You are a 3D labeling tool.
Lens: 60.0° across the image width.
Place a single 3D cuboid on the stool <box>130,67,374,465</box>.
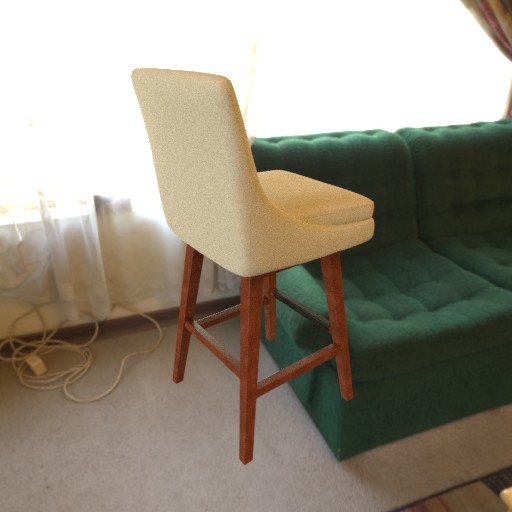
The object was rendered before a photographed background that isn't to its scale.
[{"bbox_3d":[0.000,0.000,1.384,0.559,1.092,0.470,-18,31,-33],"label":"stool"}]
